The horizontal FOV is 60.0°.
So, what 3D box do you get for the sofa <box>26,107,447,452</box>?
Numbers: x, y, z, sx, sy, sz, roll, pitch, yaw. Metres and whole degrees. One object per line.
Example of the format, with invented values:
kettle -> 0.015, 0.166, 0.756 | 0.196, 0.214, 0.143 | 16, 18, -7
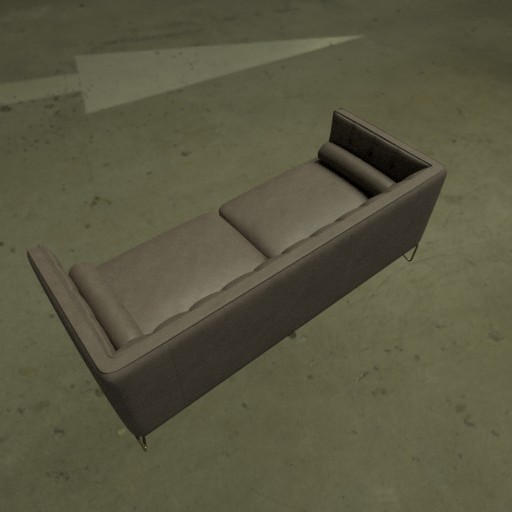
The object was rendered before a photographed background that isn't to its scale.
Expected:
sofa -> 0.000, 0.000, 2.520 | 2.087, 0.789, 0.867 | -30, 54, -25
